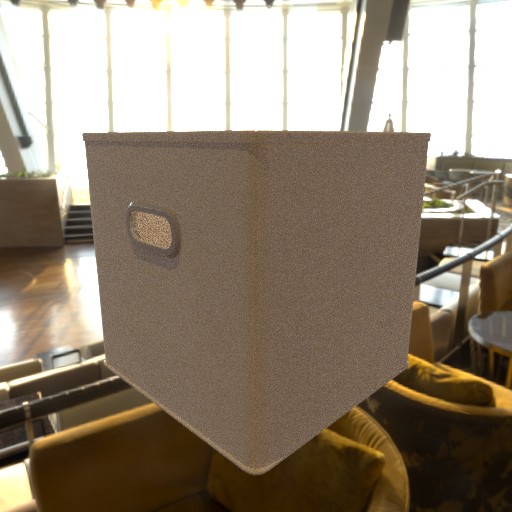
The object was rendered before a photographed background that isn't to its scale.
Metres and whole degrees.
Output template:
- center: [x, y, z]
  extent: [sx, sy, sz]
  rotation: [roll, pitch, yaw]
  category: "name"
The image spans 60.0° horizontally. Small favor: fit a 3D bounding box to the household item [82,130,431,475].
- center: [0.000, 0.000, 0.567]
  extent: [0.305, 0.305, 0.305]
  rotation: [-14, 21, -43]
  category: "household item"
